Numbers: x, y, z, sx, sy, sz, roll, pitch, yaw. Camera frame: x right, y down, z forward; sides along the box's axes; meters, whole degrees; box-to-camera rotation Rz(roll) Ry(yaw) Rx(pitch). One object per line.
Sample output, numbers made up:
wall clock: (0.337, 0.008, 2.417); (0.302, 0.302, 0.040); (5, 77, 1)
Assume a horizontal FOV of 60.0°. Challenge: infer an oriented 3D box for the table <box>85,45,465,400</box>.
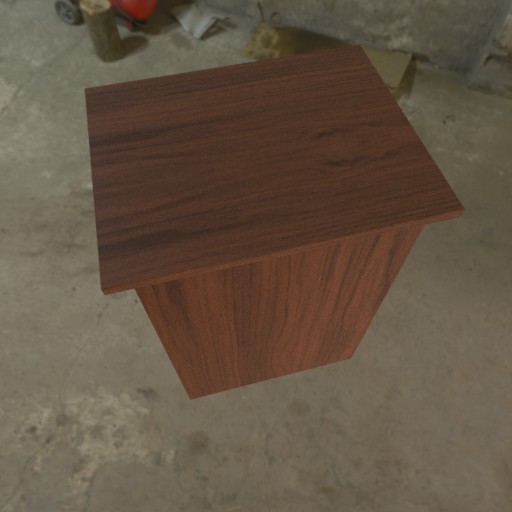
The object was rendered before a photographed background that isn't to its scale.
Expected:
table: (0.000, 0.000, 0.927); (0.480, 0.636, 0.381); (-12, 59, -8)
